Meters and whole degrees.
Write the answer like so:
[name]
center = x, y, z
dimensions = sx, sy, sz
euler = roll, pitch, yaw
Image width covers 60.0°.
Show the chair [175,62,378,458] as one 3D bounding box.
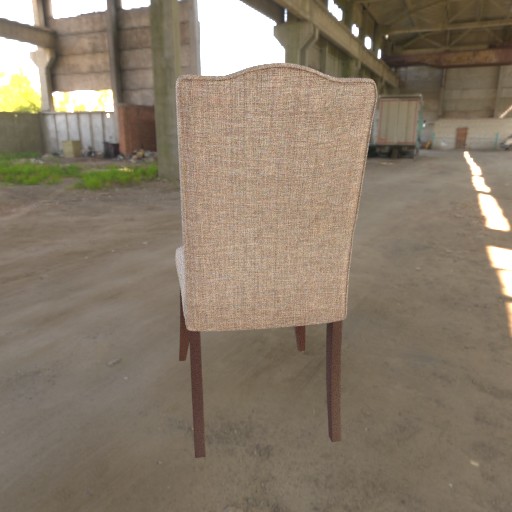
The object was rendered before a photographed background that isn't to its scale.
[chair]
center = 0.000, 0.000, 1.360
dimensions = 0.513, 1.016, 0.660
euler = -3, 16, -9
